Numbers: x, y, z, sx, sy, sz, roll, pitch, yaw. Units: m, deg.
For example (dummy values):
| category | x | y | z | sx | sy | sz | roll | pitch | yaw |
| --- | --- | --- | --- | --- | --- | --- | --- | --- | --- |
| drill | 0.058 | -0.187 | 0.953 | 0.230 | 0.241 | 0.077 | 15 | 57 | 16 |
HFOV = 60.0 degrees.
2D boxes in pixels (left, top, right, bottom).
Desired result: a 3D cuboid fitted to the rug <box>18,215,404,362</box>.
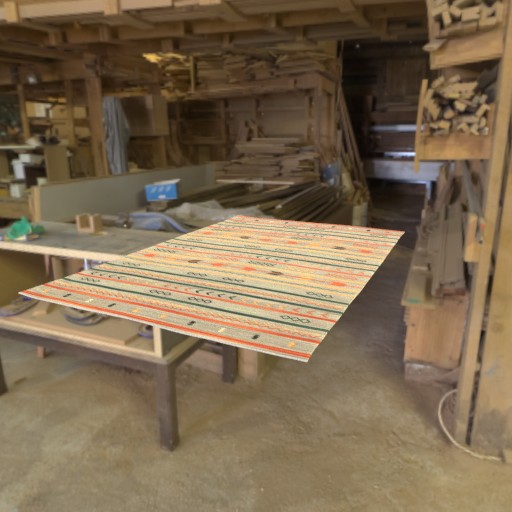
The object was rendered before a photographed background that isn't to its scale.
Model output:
| category | x | y | z | sx | sy | sz | roll | pitch | yaw |
| --- | --- | --- | --- | --- | --- | --- | --- | --- | --- |
| rug | 0.000 | 0.000 | 2.297 | 1.220 | 0.017 | 1.835 | 8 | 18 | 25 |
